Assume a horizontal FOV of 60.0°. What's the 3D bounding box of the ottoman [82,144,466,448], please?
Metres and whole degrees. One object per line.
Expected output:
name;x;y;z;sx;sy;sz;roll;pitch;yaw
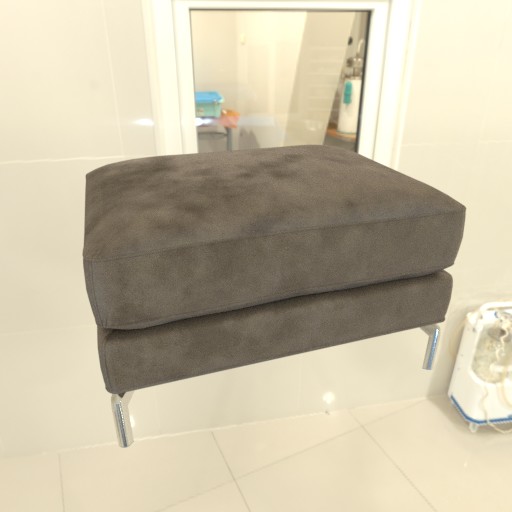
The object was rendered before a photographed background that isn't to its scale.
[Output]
ottoman;0.000;0.000;1.041;0.719;0.456;0.520;-8;28;-16
